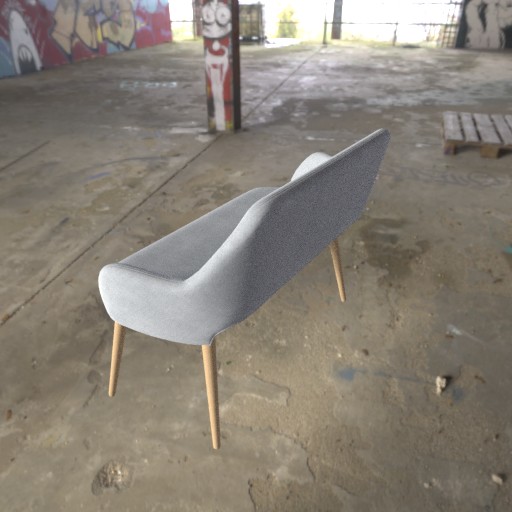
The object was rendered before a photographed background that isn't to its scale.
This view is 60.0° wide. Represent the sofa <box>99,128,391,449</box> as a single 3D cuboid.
[{"bbox_3d":[0.000,0.000,1.596,0.610,0.840,1.150,19,36,29],"label":"sofa"}]
